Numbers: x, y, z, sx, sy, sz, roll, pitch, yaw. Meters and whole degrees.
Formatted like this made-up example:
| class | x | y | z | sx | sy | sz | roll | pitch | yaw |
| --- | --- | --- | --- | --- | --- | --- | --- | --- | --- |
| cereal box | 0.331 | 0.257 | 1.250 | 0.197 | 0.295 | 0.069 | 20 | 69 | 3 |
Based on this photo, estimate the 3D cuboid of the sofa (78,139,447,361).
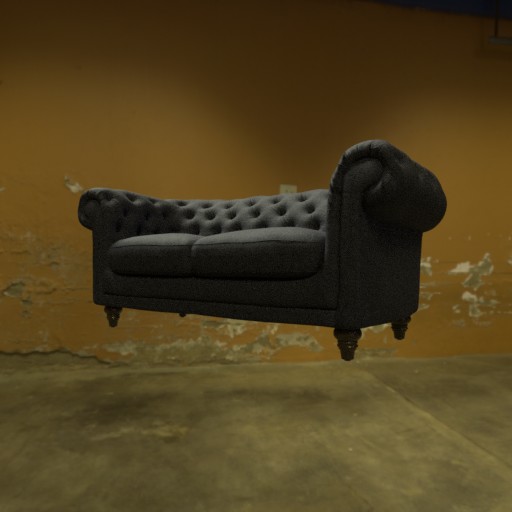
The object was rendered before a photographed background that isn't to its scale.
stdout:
| class | x | y | z | sx | sy | sz | roll | pitch | yaw |
| --- | --- | --- | --- | --- | --- | --- | --- | --- | --- |
| sofa | 0.000 | 0.000 | 2.496 | 1.988 | 0.833 | 1.082 | -1 | -1 | 37 |
